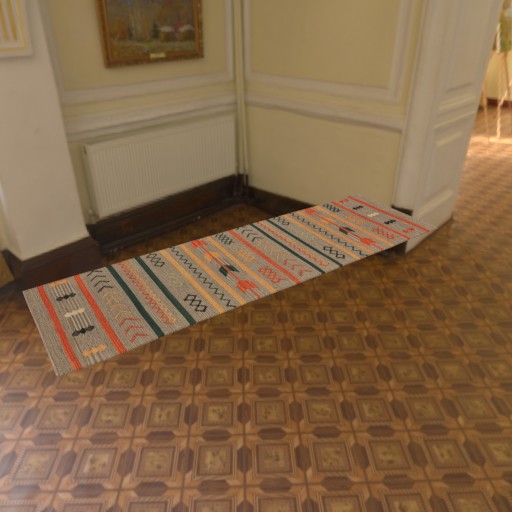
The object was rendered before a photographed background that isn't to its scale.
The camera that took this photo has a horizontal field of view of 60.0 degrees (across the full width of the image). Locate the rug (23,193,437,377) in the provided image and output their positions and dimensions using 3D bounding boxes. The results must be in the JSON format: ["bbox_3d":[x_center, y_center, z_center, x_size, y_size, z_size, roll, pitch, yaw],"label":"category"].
[{"bbox_3d":[0.000,0.000,2.619,2.419,0.022,0.744,-18,34,-29],"label":"rug"}]
